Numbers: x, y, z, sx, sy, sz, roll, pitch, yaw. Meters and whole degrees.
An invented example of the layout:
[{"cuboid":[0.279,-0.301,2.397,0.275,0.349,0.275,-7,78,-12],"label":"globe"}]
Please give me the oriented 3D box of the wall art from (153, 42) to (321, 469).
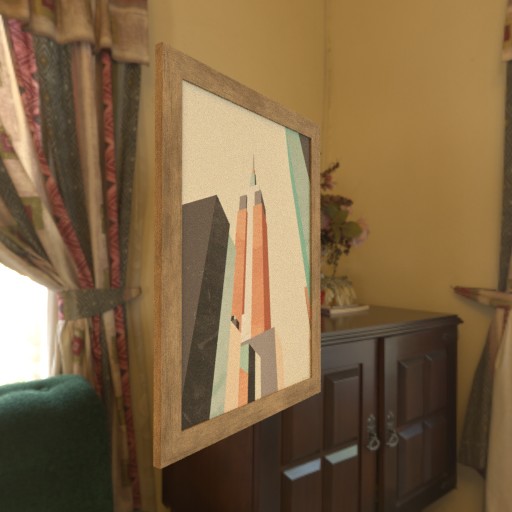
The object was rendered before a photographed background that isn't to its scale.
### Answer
[{"cuboid":[0.000,0.000,0.931,0.018,0.686,0.534,-1,-1,36],"label":"wall art"}]
